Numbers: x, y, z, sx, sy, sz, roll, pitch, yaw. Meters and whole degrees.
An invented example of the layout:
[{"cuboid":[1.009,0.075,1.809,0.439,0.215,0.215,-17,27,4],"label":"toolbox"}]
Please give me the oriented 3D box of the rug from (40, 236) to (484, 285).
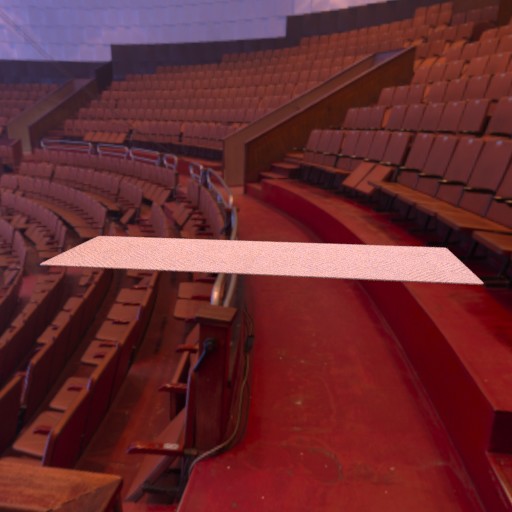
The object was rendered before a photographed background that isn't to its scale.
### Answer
[{"cuboid":[0.000,0.000,2.570,2.277,0.008,0.676,2,16,8],"label":"rug"}]
